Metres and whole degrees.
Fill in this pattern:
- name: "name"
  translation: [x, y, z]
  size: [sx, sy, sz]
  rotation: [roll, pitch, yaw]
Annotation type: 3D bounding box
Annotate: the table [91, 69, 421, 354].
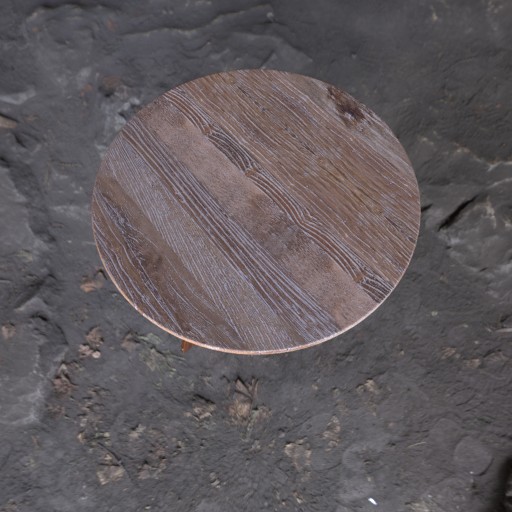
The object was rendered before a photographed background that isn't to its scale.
- name: "table"
  translation: [0.000, 0.000, 0.906]
  size: [0.500, 0.500, 0.500]
  rotation: [0, 66, 0]
